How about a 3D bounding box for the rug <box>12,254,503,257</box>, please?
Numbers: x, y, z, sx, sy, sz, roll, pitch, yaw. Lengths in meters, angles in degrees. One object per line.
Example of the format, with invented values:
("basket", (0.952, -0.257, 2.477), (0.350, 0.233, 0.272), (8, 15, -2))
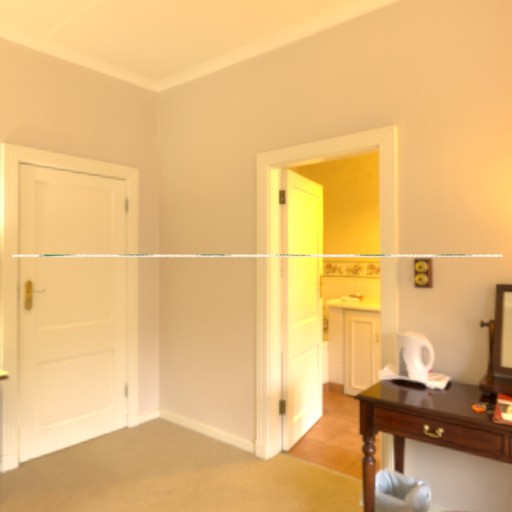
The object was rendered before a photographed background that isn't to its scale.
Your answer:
("rug", (0.000, 0.000, 2.581), (2.438, 0.012, 0.768), (0, 0, 1))
